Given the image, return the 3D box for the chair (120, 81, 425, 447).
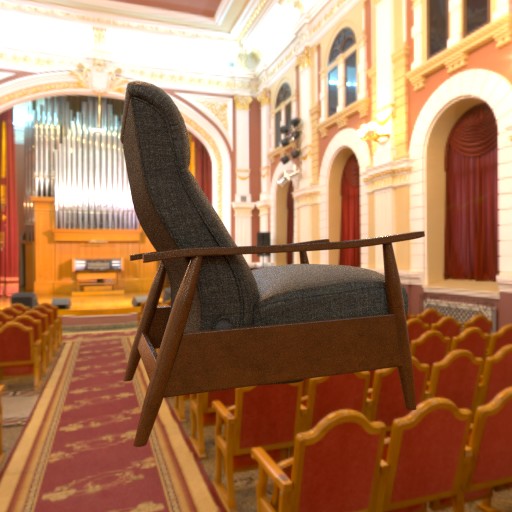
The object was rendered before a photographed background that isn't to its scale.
[{"bbox_3d":[0.000,0.000,1.757,1.014,1.082,0.762,0,0,-19],"label":"chair"}]
